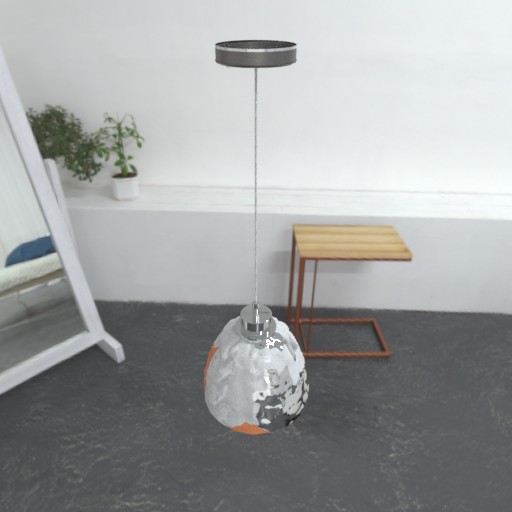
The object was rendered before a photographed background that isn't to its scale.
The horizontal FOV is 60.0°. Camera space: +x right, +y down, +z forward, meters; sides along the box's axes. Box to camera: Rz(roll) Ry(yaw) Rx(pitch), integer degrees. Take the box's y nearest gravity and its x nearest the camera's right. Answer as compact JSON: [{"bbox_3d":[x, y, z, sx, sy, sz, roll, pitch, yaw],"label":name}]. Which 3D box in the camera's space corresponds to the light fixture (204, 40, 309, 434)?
[{"bbox_3d":[0.000,0.000,1.742,0.496,1.511,0.500,-10,33,-16],"label":"light fixture"}]
